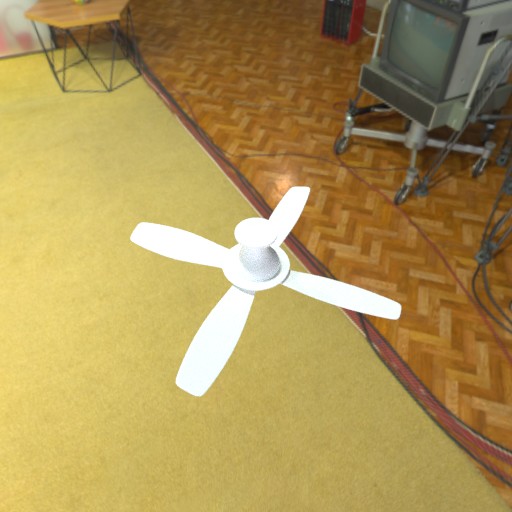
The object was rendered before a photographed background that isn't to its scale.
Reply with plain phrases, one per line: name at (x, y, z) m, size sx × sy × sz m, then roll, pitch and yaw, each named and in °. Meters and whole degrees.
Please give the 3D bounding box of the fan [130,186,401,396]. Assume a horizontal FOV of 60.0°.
fan at (0.000, 0.000, 2.547) m, size 1.693 × 0.382 × 1.694 m, roll 17°, pitch 48°, yaw 15°
